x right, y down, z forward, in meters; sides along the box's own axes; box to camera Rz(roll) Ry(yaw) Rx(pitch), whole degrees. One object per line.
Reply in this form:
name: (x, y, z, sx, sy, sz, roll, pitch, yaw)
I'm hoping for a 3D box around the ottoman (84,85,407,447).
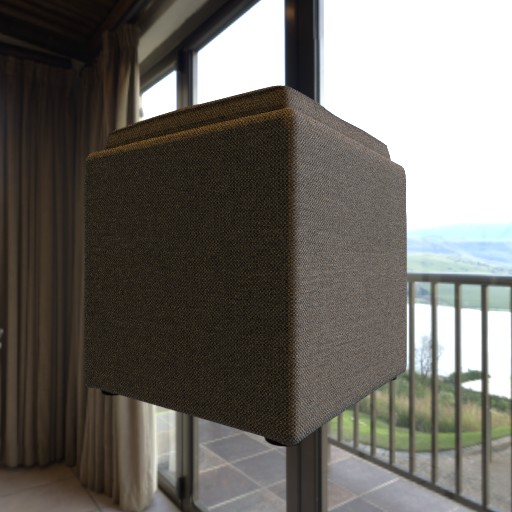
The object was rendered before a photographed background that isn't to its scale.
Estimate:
ottoman: (0.000, 0.000, 0.842, 0.436, 0.487, 0.454, 0, 0, 36)
